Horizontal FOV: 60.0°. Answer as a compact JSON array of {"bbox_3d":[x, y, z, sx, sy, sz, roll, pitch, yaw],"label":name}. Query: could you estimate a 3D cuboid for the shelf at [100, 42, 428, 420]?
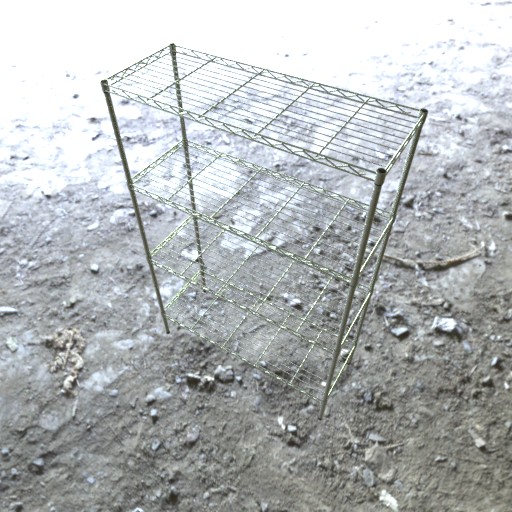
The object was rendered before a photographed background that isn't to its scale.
[{"bbox_3d":[0.000,0.000,1.773,0.907,1.360,0.352,24,51,21],"label":"shelf"}]
